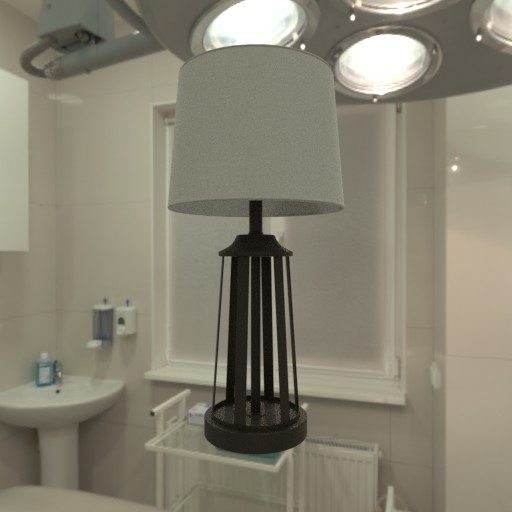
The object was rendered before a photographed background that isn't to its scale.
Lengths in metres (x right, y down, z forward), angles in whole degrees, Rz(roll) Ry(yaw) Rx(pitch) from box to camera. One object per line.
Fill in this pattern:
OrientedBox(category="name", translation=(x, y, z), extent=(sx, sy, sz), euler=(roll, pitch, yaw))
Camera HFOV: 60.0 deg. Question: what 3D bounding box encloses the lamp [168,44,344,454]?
OrientedBox(category="lamp", translation=(0.000, 0.000, 0.642), extent=(0.251, 0.509, 0.251), euler=(0, 0, 0))
